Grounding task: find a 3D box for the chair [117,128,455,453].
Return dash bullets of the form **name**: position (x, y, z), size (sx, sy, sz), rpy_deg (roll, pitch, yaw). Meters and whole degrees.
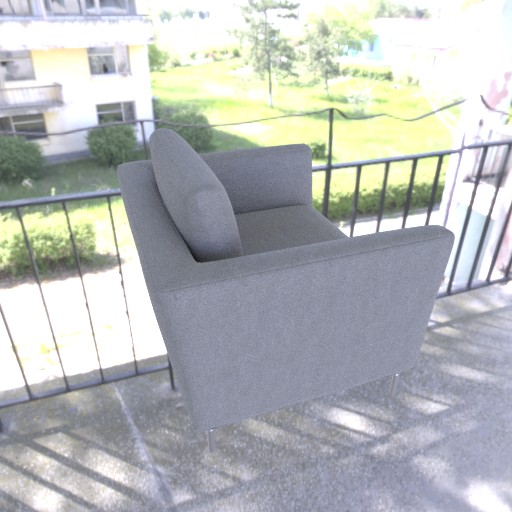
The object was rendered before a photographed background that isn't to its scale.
- **chair**: position (0.000, 0.000, 1.700), size (0.889, 0.864, 1.041), rpy_deg (-10, 31, -17)
